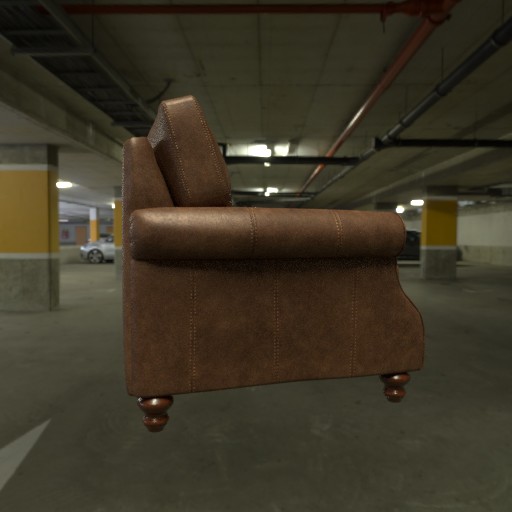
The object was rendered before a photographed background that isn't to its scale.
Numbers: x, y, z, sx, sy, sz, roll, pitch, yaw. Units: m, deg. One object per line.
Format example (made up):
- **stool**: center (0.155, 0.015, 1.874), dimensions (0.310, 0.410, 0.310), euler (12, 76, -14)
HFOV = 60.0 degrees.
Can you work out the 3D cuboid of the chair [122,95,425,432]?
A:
- **chair**: center (0.000, 0.000, 1.731), dimensions (1.002, 0.976, 0.996), euler (-1, 2, -17)
